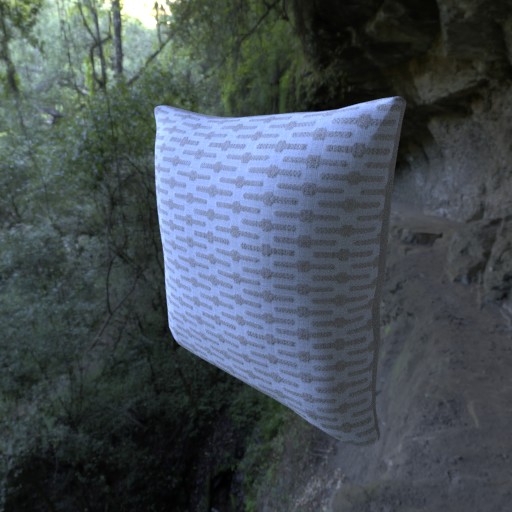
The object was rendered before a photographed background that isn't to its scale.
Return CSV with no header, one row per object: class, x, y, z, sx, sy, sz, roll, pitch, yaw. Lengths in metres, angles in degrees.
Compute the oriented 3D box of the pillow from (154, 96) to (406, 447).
pillow,0.000,0.000,0.749,0.219,0.491,0.496,-16,23,-42
